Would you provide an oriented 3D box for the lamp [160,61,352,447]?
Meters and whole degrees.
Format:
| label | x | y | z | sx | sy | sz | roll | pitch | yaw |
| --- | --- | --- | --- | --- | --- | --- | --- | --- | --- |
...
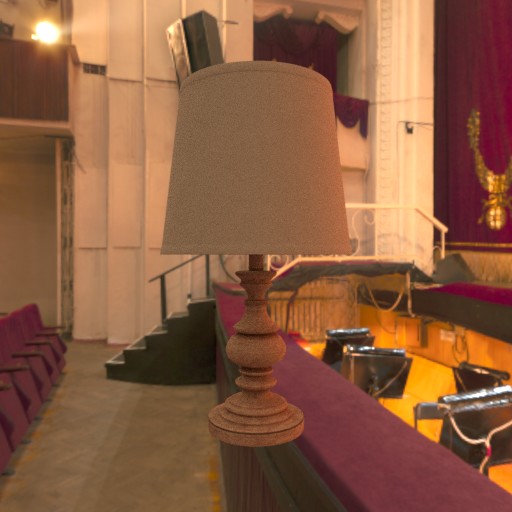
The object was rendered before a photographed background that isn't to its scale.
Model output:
| label | x | y | z | sx | sy | sz | roll | pitch | yaw |
| --- | --- | --- | --- | --- | --- | --- | --- | --- | --- |
| lamp | 0.000 | 0.000 | 0.645 | 0.273 | 0.497 | 0.273 | 0 | 0 | 0 |
